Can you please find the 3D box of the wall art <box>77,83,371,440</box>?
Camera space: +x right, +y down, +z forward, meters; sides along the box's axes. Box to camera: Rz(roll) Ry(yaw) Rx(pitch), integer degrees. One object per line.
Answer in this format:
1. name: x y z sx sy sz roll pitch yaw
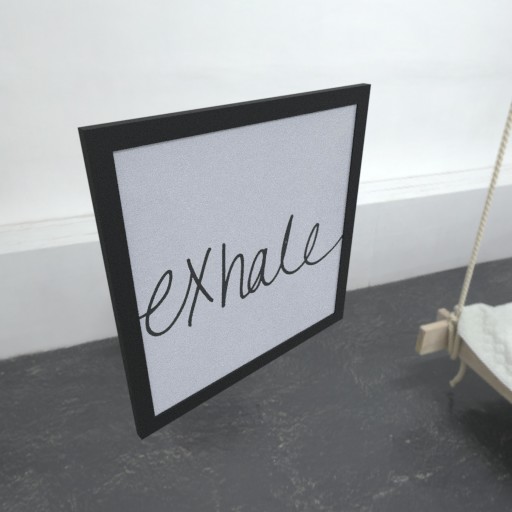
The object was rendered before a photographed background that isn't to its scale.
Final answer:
1. wall art: 0.000 0.000 0.532 0.358 0.357 0.012 -23 37 -34
